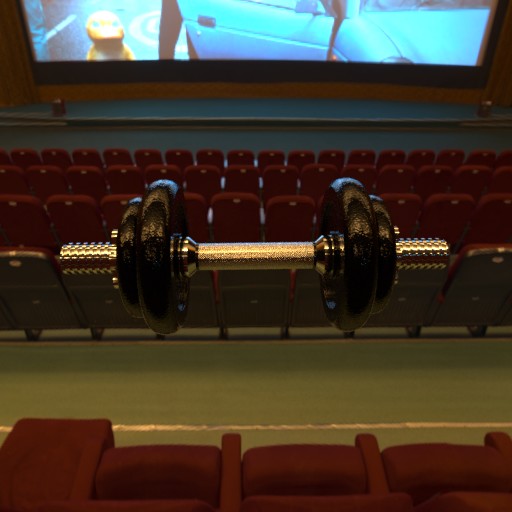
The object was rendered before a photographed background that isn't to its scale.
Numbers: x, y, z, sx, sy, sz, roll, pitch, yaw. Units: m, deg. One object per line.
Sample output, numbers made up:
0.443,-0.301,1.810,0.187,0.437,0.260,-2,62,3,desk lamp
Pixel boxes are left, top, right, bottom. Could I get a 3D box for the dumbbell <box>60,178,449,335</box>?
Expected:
0.000,0.000,0.587,0.497,0.202,0.202,-1,30,-1,dumbbell
